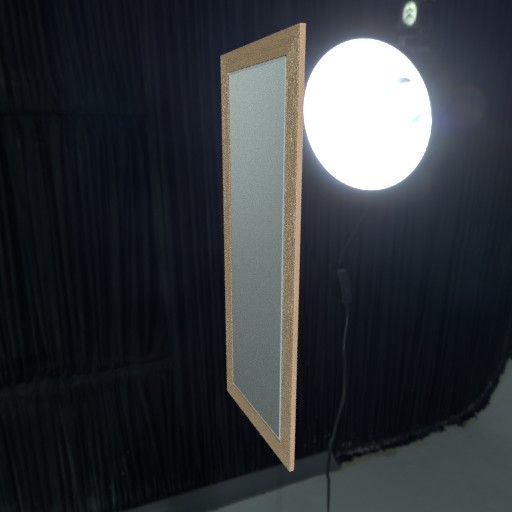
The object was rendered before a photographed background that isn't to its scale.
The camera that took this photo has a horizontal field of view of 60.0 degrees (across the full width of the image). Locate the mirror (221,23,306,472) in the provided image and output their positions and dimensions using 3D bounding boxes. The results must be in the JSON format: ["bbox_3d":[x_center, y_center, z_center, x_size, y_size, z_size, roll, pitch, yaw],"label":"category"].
[{"bbox_3d":[0.000,0.000,2.301,0.026,2.031,0.812,-7,17,-25],"label":"mirror"}]
